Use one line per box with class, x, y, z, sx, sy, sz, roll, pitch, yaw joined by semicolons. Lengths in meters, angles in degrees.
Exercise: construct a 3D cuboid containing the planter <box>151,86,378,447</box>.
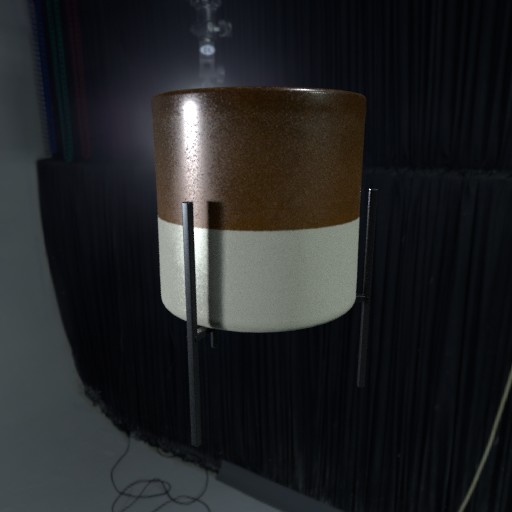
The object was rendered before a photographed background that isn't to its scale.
planter;0.000;0.000;0.556;0.255;0.375;0.269;8;16;27
